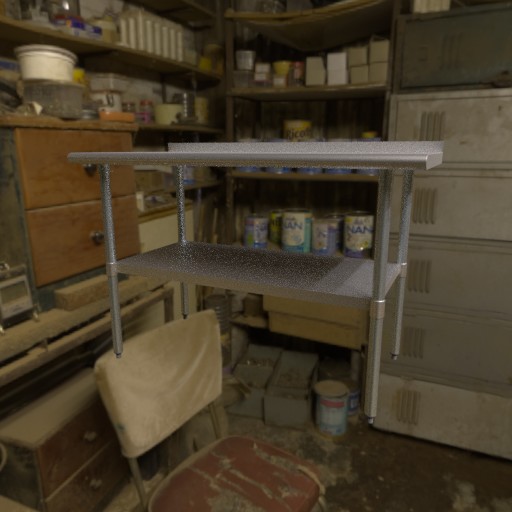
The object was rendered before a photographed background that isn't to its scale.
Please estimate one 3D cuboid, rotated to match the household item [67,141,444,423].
[{"bbox_3d":[0.000,0.000,1.696,1.219,0.851,0.610,6,15,25],"label":"household item"}]
